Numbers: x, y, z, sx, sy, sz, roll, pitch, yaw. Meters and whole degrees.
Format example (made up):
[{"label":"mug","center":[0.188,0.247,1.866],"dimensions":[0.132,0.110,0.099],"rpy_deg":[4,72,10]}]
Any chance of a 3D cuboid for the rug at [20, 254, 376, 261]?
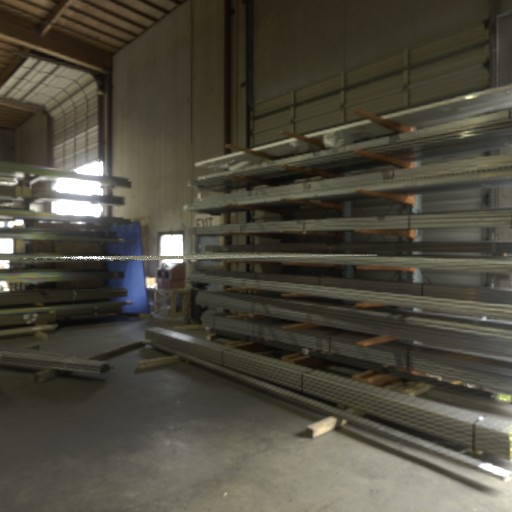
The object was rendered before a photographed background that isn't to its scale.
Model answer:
[{"label":"rug","center":[0.000,0.000,2.519],"dimensions":[0.620,0.008,2.372],"rpy_deg":[0,1,35]}]
